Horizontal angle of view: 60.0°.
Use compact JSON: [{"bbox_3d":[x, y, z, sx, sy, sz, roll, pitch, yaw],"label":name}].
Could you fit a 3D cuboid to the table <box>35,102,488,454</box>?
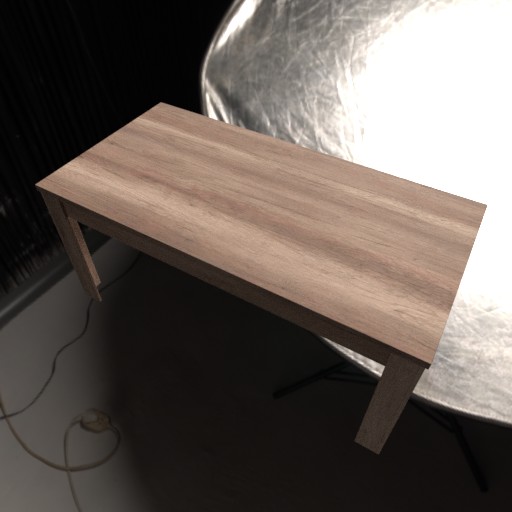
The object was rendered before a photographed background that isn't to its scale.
[{"bbox_3d":[0.000,0.000,2.249,1.800,0.790,0.900,23,51,21],"label":"table"}]
